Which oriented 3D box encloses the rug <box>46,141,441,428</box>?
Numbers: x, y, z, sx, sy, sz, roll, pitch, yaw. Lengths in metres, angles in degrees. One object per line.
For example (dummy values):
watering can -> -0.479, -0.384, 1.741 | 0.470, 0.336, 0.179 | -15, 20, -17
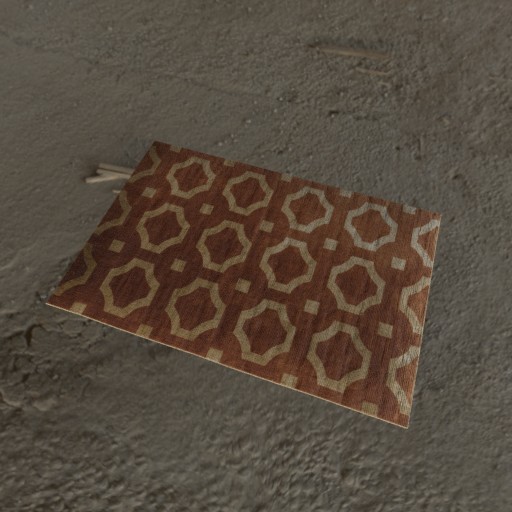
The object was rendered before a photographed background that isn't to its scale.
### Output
rug -> 0.000, 0.000, 3.000 | 2.286, 0.016, 1.555 | 16, 59, 10
